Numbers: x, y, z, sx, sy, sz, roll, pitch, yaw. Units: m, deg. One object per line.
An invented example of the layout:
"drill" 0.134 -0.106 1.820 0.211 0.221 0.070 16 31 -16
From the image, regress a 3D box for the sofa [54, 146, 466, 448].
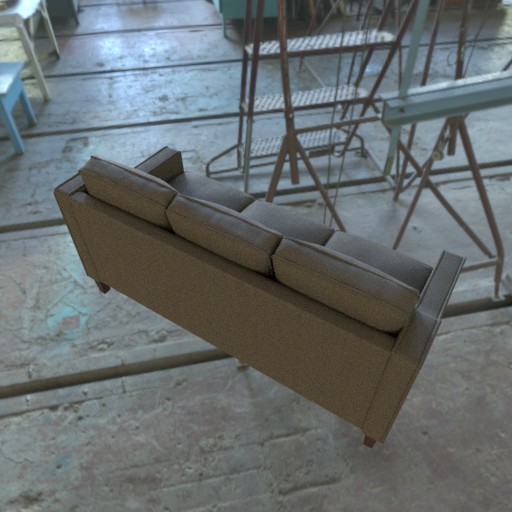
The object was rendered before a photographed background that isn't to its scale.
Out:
"sofa" 0.000 0.000 2.474 1.986 0.974 0.911 24 50 23
